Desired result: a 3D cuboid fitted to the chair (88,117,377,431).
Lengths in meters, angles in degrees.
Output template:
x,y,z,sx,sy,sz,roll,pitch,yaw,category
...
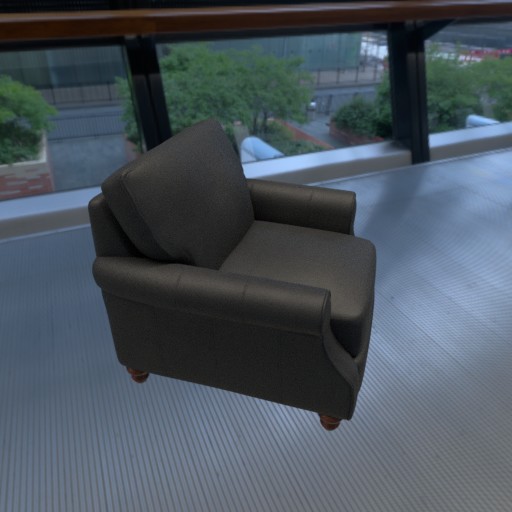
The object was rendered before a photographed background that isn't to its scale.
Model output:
x,y,z,sx,sy,sz,roll,pitch,yaw,category
0.000,0.000,1.837,1.027,0.960,1.015,11,32,19,chair
